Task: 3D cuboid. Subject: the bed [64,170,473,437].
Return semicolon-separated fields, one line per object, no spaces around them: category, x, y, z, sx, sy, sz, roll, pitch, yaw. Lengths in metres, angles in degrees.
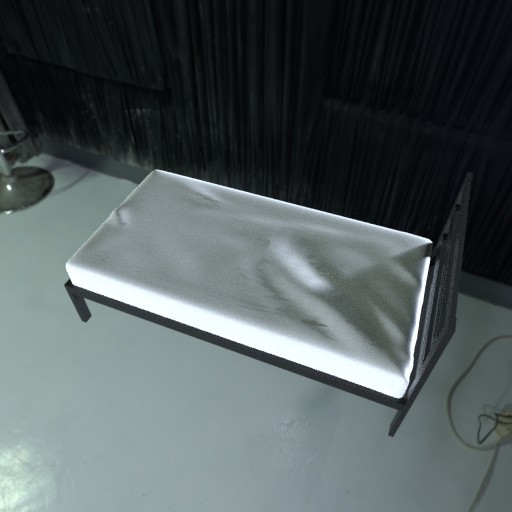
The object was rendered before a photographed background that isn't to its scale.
bed;0.000;0.000;2.465;1.930;0.967;0.991;16;49;15
